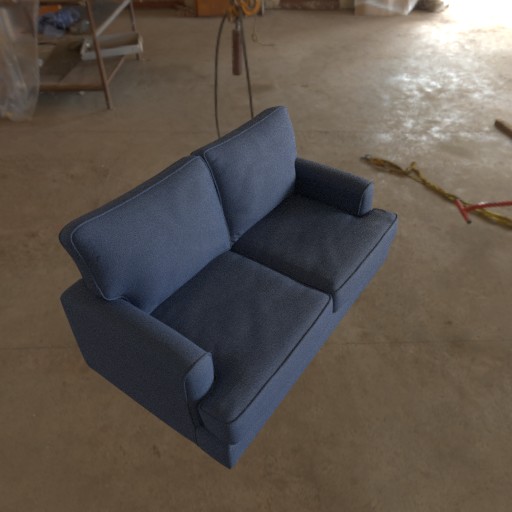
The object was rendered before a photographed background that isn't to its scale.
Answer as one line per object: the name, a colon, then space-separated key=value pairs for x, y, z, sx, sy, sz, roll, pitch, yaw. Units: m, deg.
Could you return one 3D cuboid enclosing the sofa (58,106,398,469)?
sofa: x=0.000 y=0.000 z=2.260 sx=0.965 sy=0.965 sz=1.651 roll=25 pitch=46 yaw=26
